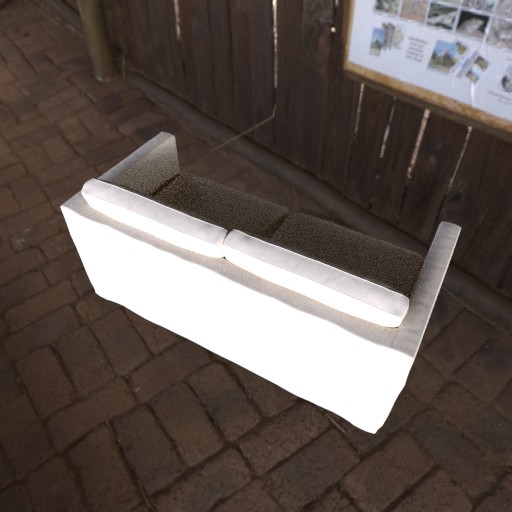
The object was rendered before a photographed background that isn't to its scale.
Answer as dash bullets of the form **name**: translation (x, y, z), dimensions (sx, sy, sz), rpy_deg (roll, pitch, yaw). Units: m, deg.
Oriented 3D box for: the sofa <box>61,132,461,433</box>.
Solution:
- **sofa**: translation (0.000, 0.000, 2.573), dimensions (1.987, 0.870, 0.940), rpy_deg (22, 49, 20)
